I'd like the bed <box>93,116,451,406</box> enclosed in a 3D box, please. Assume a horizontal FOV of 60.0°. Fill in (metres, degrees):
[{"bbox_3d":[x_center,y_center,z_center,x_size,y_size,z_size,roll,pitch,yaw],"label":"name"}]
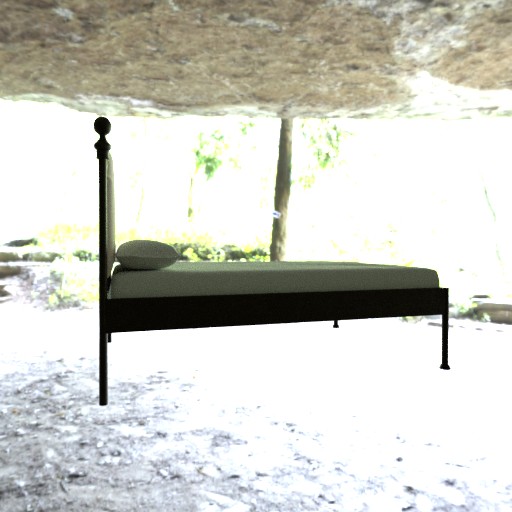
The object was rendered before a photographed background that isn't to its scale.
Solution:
[{"bbox_3d":[0.000,0.000,3.351,2.224,1.499,1.642,0,1,-17],"label":"bed"}]
